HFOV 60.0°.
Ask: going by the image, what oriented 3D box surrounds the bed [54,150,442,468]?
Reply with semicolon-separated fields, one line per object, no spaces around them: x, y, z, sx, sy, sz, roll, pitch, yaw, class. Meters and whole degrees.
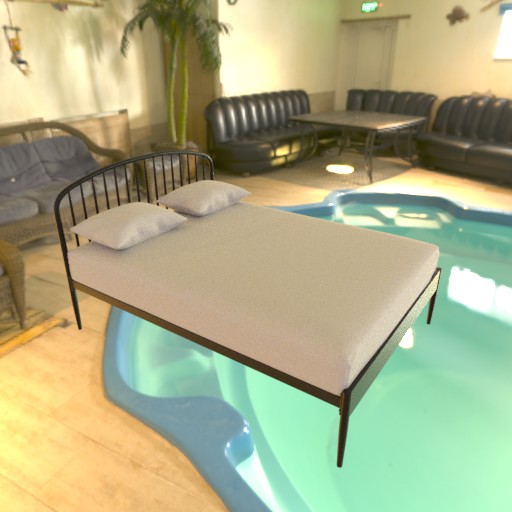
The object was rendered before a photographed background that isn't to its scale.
0.000;0.000;3.114;2.159;1.166;1.618;16;29;31;bed
